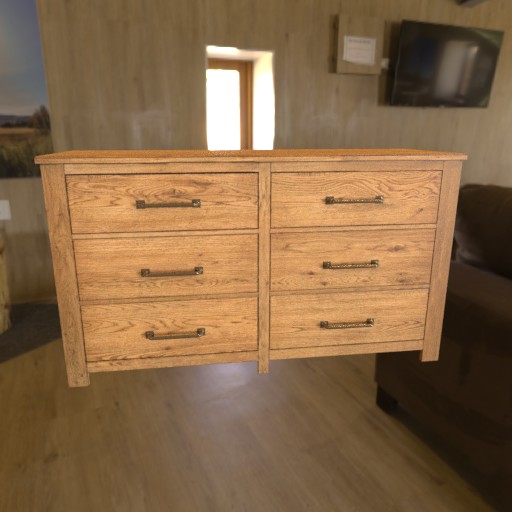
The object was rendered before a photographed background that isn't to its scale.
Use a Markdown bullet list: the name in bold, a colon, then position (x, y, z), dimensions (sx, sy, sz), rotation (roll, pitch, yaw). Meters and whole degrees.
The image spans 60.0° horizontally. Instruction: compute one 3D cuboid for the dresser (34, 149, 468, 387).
- **dresser**: position (0.000, 0.000, 2.040), dimensions (1.657, 0.932, 0.563), rotation (-2, 16, -8)
